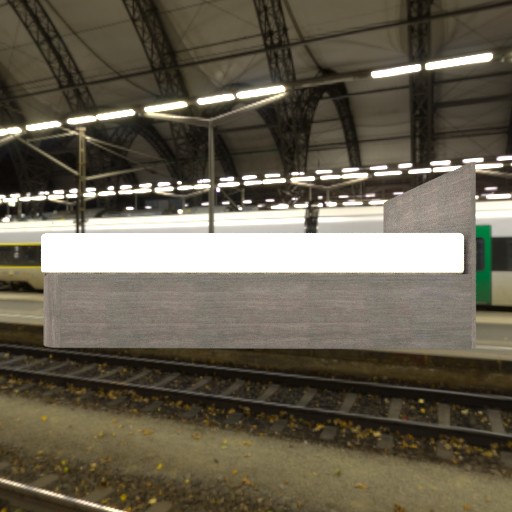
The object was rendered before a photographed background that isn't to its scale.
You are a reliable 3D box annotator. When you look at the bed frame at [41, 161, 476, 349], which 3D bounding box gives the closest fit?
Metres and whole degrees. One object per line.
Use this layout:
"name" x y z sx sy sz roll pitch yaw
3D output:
"bed frame" 0.000 0.000 2.606 1.900 0.800 1.400 0 0 1
